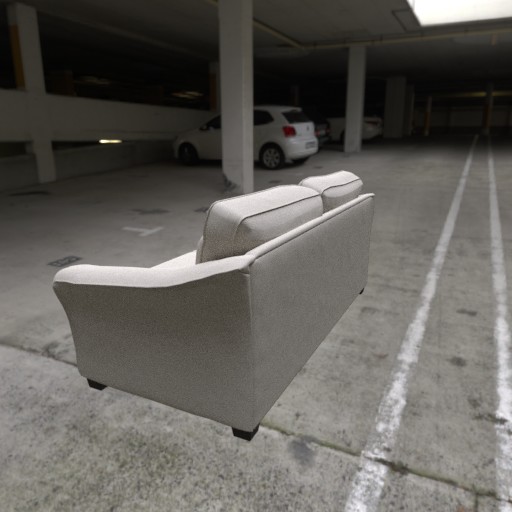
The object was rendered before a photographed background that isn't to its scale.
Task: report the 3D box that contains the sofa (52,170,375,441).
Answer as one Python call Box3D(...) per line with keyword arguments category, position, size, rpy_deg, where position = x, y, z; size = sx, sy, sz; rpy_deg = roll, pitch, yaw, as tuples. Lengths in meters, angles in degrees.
Box3D(category="sofa", position=(0.000, 0.000, 2.738), size=(0.980, 0.965, 2.270), rpy_deg=(7, 17, 25))
